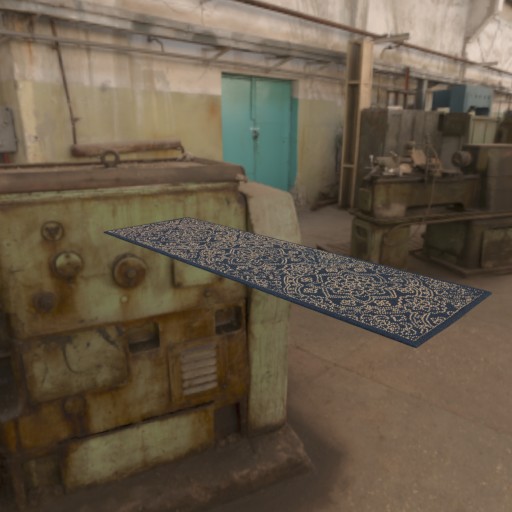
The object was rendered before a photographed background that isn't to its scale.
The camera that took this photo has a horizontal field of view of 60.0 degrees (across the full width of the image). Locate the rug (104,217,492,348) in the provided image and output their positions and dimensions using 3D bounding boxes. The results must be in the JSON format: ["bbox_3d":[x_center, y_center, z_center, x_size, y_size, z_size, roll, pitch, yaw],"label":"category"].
[{"bbox_3d":[0.000,0.000,2.683,0.769,0.012,2.448,-16,23,-42],"label":"rug"}]
